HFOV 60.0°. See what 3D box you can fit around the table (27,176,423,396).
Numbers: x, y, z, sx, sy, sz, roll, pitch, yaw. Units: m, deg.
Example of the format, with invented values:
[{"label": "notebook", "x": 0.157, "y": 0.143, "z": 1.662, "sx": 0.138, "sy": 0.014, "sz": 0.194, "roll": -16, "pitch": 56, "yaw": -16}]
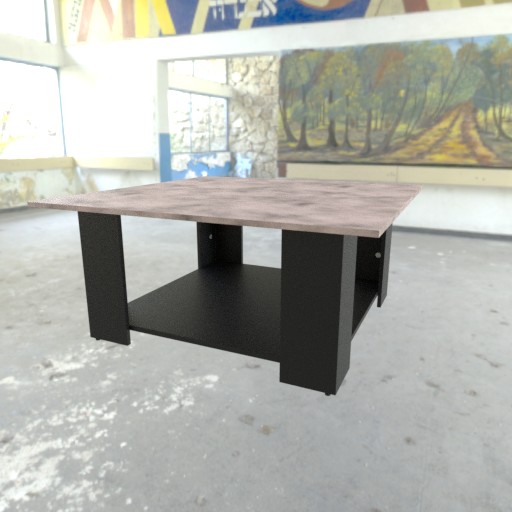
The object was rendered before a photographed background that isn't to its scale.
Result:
[{"label": "table", "x": 0.000, "y": 0.000, "z": 1.057, "sx": 0.670, "sy": 0.305, "sz": 0.670, "roll": 7, "pitch": 16, "yaw": 24}]
